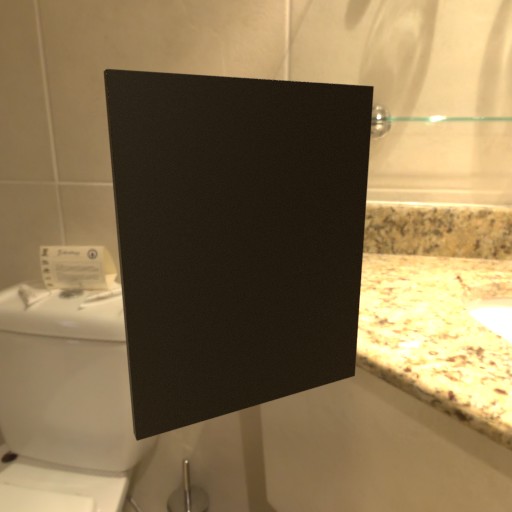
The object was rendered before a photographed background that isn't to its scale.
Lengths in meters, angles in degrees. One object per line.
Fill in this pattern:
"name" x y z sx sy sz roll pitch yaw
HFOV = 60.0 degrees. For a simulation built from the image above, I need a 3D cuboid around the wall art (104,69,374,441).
"wall art" 0.000 0.000 1.603 0.950 1.194 0.053 -8 17 -26
